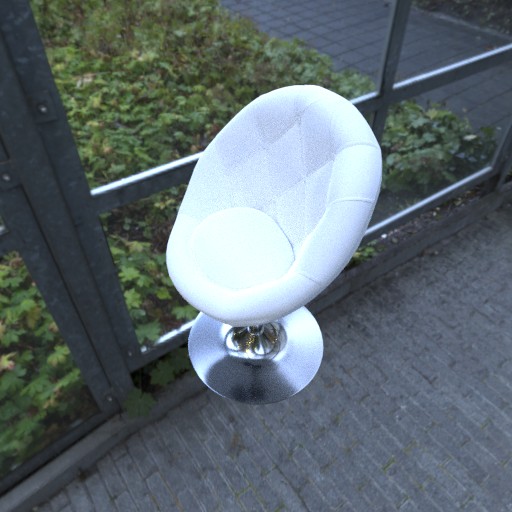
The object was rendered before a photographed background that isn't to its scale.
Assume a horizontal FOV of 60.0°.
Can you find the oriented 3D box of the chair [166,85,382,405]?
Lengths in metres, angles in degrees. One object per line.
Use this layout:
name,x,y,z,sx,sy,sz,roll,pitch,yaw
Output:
chair,0.000,0.000,1.862,0.736,1.261,0.940,-16,47,-15
